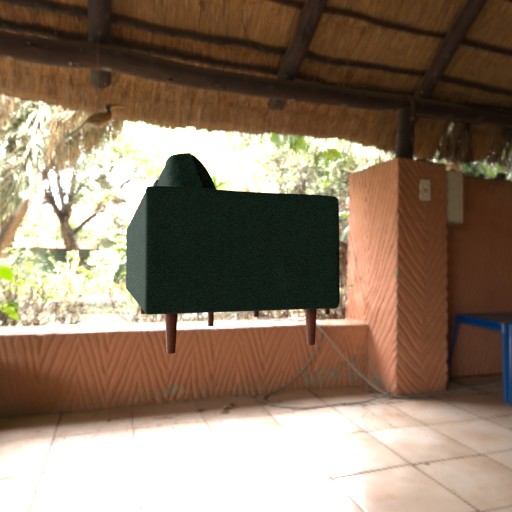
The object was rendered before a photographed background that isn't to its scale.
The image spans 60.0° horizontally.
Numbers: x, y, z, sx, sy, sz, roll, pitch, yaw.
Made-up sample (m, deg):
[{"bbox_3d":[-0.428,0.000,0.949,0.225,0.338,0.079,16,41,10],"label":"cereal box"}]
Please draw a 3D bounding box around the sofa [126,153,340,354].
[{"bbox_3d":[0.000,0.000,2.931,1.580,0.899,2.030,0,-1,-18],"label":"sofa"}]
